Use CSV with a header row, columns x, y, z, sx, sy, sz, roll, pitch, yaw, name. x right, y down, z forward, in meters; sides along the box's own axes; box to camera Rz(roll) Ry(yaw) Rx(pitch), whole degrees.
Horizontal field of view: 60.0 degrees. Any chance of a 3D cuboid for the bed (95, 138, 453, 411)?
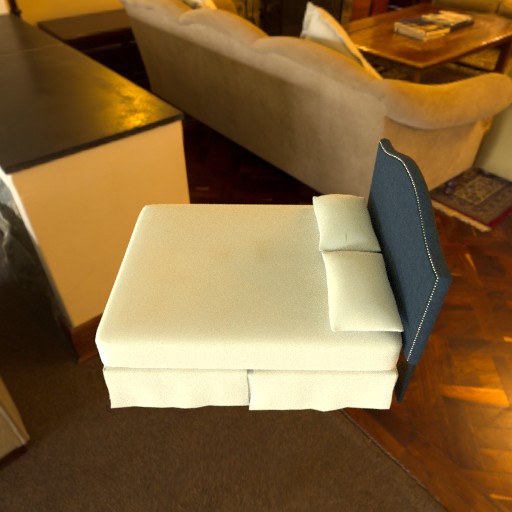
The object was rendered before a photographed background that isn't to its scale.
x,y,z,sx,sy,sz,roll,pitch,yaw,name
0.000,0.000,3.356,2.153,1.518,1.713,1,41,1,bed
